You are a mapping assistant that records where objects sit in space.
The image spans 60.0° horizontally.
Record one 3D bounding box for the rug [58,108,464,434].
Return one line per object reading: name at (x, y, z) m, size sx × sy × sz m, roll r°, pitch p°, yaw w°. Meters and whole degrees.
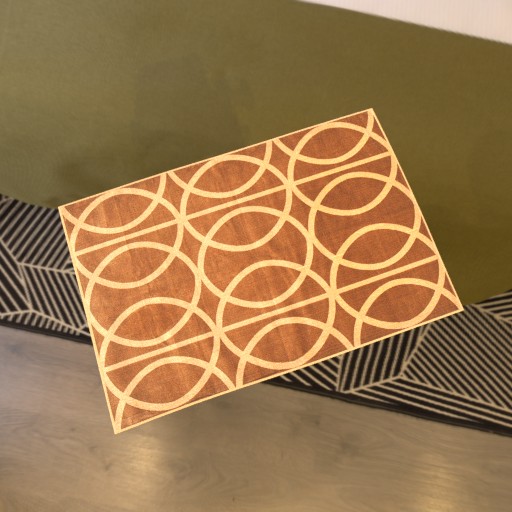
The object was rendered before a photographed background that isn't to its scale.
rug at (0.000, 0.000, 2.892) m, size 2.290 × 0.014 × 1.526 m, roll -19°, pitch 77°, yaw -5°
